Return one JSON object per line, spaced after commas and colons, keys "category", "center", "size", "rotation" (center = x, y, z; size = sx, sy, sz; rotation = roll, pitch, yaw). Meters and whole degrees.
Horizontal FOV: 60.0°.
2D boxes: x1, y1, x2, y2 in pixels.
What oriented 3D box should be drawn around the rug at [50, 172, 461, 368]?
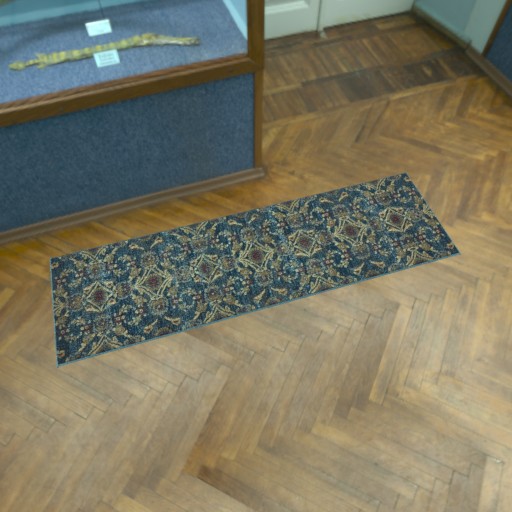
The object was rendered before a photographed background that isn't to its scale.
{"category": "rug", "center": [0.000, 0.000, 2.574], "size": [2.292, 0.014, 0.685], "rotation": [-15, 58, -9]}
